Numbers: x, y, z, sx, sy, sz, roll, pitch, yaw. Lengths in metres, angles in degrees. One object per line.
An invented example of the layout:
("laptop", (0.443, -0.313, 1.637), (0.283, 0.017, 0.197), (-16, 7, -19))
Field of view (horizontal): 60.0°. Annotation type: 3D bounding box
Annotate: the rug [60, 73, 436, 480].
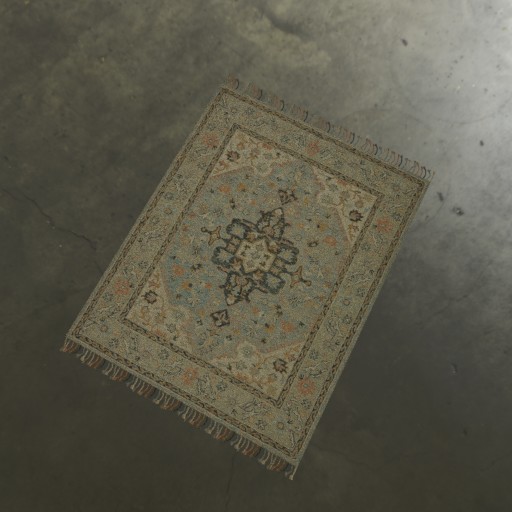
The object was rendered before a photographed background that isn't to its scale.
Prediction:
("rug", (0.000, 0.000, 4.220), (2.379, 0.011, 3.221), (27, 79, 6))
